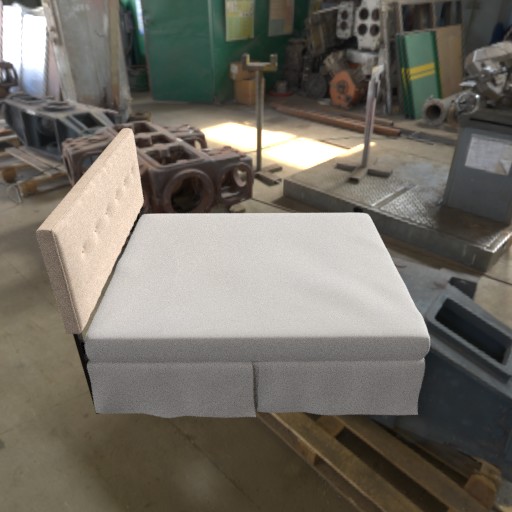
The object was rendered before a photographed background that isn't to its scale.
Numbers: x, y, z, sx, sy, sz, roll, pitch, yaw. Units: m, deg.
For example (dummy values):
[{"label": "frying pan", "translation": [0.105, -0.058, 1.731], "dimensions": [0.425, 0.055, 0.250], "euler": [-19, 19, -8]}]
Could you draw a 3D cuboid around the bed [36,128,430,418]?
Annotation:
[{"label": "bed", "translation": [0.000, 0.000, 2.972], "dimensions": [1.978, 1.270, 1.643], "euler": [0, 32, -1]}]
